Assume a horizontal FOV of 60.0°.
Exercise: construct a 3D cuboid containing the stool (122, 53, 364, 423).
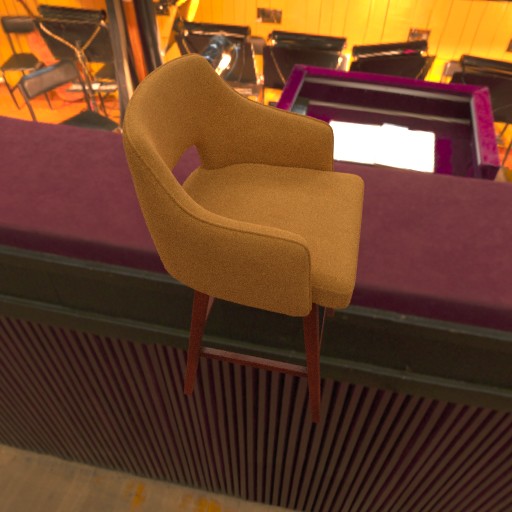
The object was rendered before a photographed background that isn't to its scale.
[{"bbox_3d":[0.000,0.000,1.319,0.558,1.012,0.548,9,47,9],"label":"stool"}]
